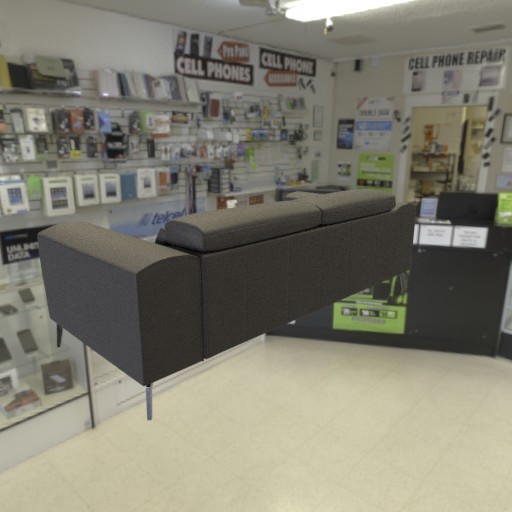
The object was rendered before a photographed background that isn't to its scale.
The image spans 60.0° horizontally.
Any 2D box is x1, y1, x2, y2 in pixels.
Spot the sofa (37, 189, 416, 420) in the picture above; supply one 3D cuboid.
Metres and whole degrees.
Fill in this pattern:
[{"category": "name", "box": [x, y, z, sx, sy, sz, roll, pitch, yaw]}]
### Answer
[{"category": "sofa", "box": [0.000, 0.000, 2.864, 2.330, 0.814, 1.048, -15, 21, -43]}]
